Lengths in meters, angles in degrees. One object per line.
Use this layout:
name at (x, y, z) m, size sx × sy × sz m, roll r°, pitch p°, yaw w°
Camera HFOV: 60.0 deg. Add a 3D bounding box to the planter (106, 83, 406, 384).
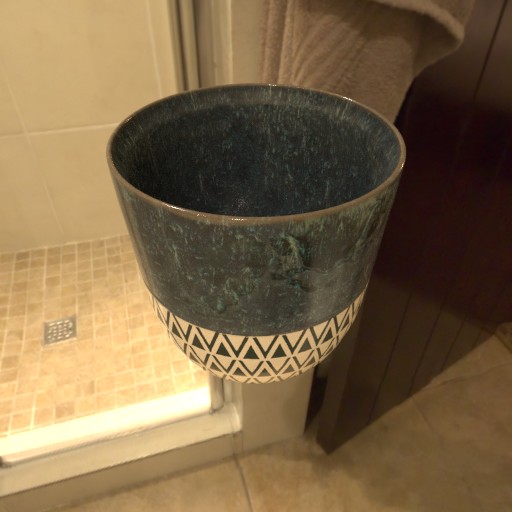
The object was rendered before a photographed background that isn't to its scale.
planter at (0.000, 0.000, 0.365) m, size 0.195 × 0.214 × 0.195 m, roll 0°, pitch 41°, yaw 0°
